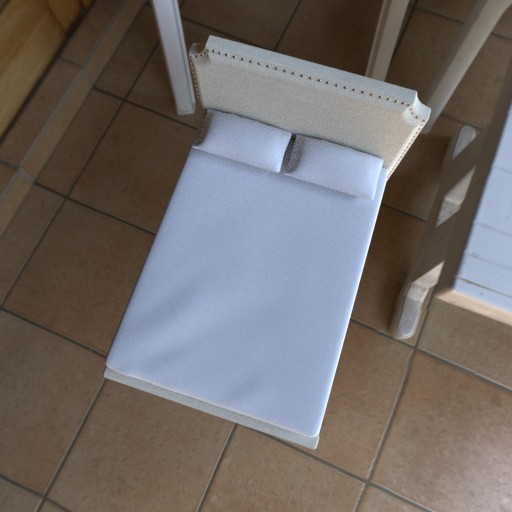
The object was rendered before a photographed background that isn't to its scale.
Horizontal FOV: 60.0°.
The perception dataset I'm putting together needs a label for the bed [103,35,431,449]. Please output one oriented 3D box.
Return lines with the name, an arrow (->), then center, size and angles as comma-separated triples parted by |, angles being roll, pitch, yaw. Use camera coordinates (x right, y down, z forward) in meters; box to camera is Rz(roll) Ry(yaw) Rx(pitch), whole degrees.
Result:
bed -> 0.000, 0.000, 3.325 | 1.713, 1.457, 2.381 | 17, 75, 5
